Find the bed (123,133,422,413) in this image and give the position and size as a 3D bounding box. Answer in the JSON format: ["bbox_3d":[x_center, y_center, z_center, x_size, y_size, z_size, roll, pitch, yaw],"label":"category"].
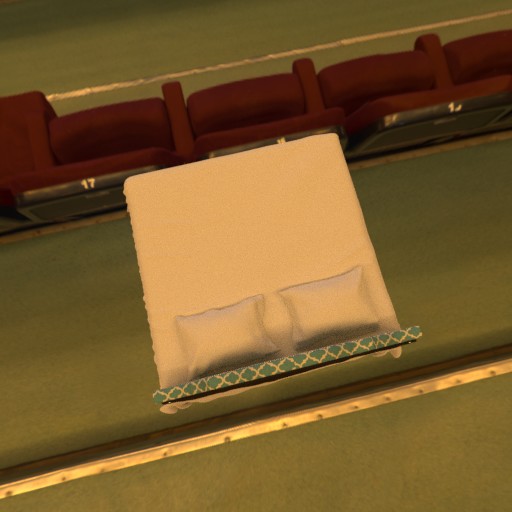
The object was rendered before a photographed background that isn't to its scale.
[{"bbox_3d":[0.000,0.000,3.781,2.314,1.601,2.222,-13,75,-4],"label":"bed"}]
